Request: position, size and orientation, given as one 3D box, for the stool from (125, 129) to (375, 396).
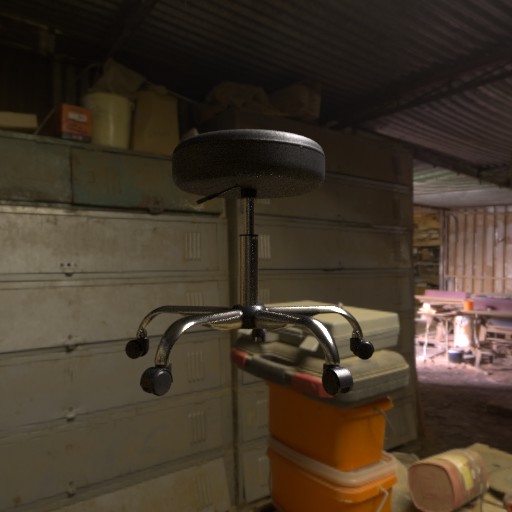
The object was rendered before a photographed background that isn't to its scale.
[{"bbox_3d":[0.000,0.000,1.155,0.673,0.576,0.638,1,-1,-35],"label":"stool"}]
